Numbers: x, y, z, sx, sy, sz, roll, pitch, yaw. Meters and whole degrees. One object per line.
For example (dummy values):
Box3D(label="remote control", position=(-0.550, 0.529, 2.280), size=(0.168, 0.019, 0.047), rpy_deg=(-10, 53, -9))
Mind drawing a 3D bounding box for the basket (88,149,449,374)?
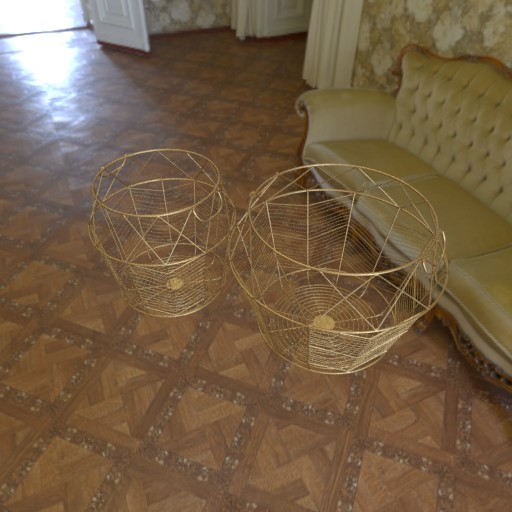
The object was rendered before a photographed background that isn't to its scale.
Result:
Box3D(label="basket", position=(0.000, 0.000, 1.022), size=(0.805, 0.343, 0.451), rpy_deg=(13, 43, 15))
